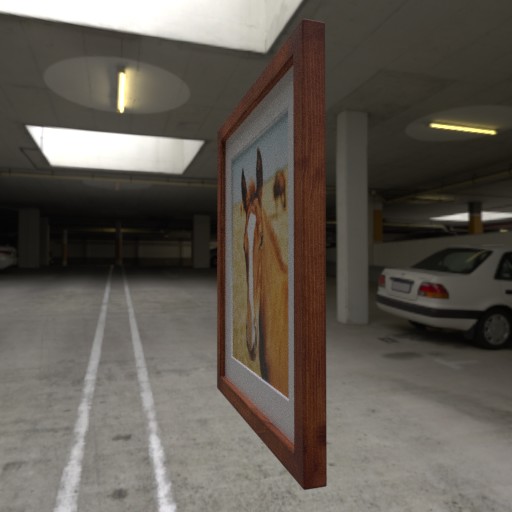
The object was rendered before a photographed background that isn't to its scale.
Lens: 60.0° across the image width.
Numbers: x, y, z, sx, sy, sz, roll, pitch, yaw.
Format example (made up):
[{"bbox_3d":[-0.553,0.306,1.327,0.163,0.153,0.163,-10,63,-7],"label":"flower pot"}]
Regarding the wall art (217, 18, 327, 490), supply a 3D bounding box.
[{"bbox_3d":[0.000,0.000,0.747,0.030,0.558,0.462,0,-2,-18],"label":"wall art"}]
